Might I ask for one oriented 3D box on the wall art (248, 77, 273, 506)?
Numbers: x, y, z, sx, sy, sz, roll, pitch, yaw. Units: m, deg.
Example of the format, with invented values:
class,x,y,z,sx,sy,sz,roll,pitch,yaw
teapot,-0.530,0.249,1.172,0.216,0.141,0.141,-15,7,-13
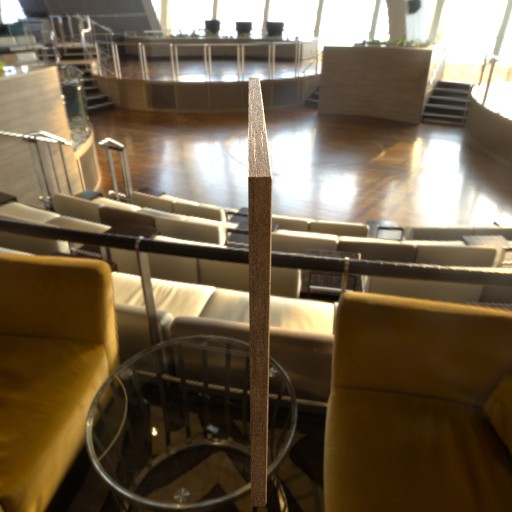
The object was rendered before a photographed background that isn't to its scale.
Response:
class,x,y,z,sx,sy,sz,roll,pitch,yaw
wall art,0.000,0.000,0.907,0.026,0.588,0.690,0,30,-1
